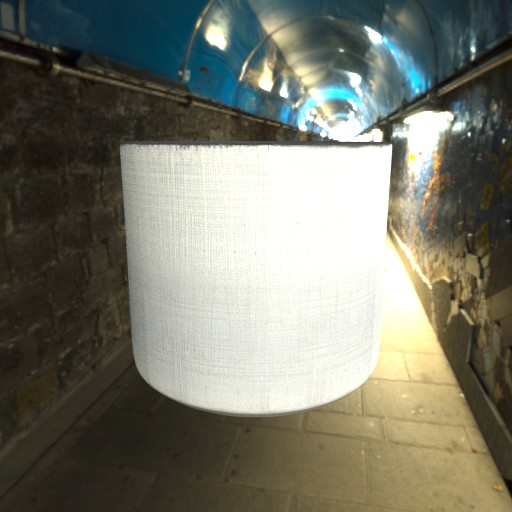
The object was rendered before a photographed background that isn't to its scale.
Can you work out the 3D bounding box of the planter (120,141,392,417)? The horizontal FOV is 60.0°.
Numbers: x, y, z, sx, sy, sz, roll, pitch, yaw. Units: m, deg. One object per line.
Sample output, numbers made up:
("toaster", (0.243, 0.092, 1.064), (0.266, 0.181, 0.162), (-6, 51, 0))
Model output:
("planter", (0.000, 0.000, 0.401), (0.226, 0.201, 0.226), (0, 15, 0))
